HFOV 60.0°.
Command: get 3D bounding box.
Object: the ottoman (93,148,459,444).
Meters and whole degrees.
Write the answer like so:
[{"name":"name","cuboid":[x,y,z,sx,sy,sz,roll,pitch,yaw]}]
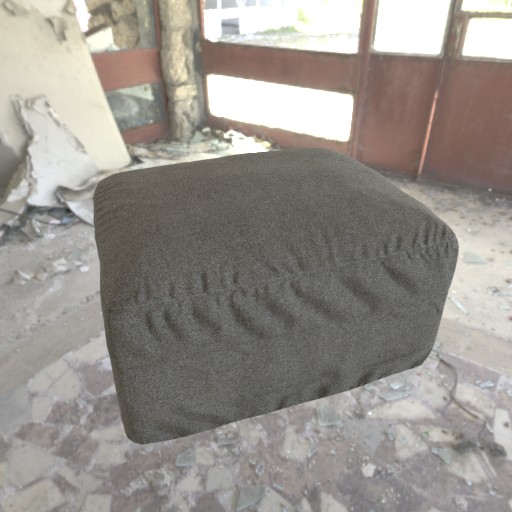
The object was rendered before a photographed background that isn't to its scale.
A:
[{"name":"ottoman","cuboid":[0.000,0.000,1.238,0.837,0.481,0.683,-10,33,-16]}]
